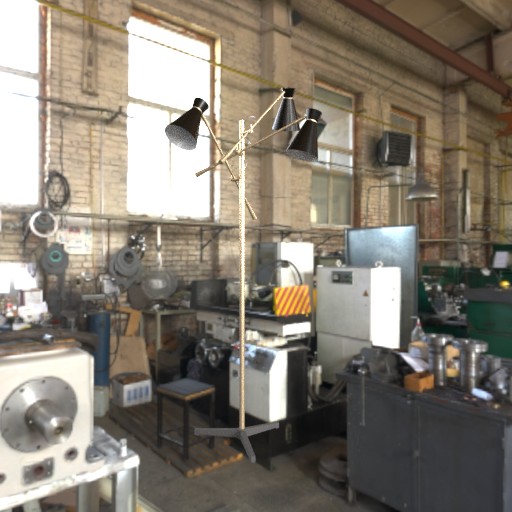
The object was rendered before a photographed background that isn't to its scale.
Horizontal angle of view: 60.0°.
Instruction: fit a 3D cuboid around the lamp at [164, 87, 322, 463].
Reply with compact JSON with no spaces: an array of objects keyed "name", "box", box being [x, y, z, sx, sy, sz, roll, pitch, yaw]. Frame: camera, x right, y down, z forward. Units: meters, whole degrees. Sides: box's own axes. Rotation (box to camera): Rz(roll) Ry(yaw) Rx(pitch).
[{"name":"lamp","box":[0.000,0.000,2.143,0.653,1.804,0.750,0,-1,17]}]
